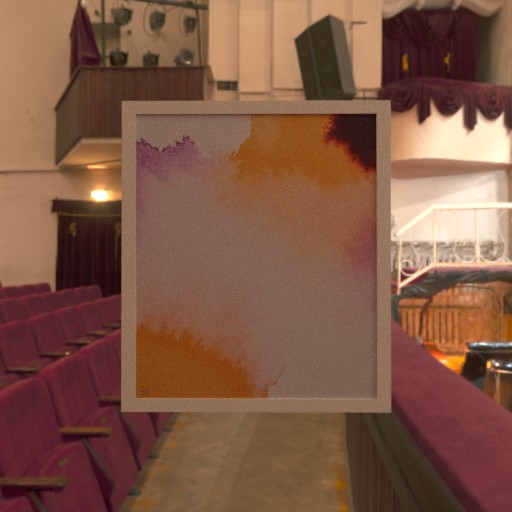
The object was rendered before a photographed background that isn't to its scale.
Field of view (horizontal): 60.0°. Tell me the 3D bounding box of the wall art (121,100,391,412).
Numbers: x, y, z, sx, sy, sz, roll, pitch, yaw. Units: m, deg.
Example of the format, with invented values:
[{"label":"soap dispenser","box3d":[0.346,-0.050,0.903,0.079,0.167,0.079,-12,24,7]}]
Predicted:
[{"label":"wall art","box3d":[0.000,0.000,0.798,0.482,0.557,0.012,0,0,0]}]
